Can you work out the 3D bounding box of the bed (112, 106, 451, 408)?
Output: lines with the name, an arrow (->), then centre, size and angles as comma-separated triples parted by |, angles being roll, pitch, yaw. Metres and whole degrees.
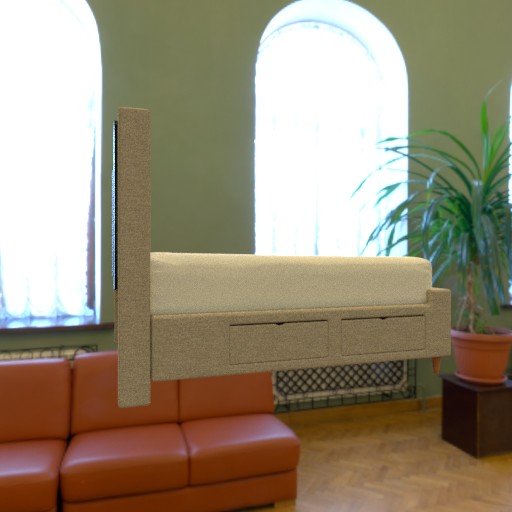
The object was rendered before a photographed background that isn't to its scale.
bed -> 0.000, 0.000, 3.868 | 2.372, 1.748, 2.044 | 0, 0, -18
